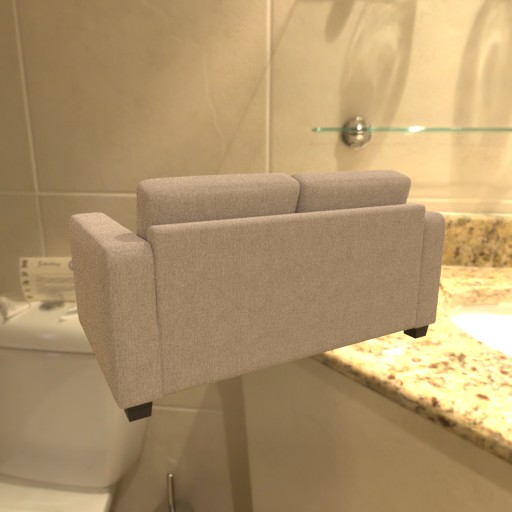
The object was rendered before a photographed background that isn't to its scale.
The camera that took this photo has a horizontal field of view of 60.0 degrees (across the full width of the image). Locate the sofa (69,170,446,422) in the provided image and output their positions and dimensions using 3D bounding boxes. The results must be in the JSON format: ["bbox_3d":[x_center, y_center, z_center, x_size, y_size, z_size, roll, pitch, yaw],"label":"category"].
[{"bbox_3d":[0.000,0.000,2.090,1.540,0.800,0.900,-8,16,-28],"label":"sofa"}]
